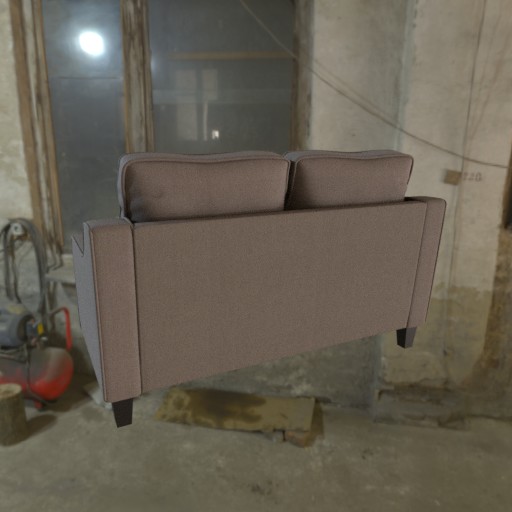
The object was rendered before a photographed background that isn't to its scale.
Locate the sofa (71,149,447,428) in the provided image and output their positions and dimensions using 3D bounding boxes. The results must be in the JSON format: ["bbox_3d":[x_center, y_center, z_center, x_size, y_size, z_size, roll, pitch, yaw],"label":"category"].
[{"bbox_3d":[0.000,0.000,2.026,1.500,0.948,0.791,-7,16,-26],"label":"sofa"}]
